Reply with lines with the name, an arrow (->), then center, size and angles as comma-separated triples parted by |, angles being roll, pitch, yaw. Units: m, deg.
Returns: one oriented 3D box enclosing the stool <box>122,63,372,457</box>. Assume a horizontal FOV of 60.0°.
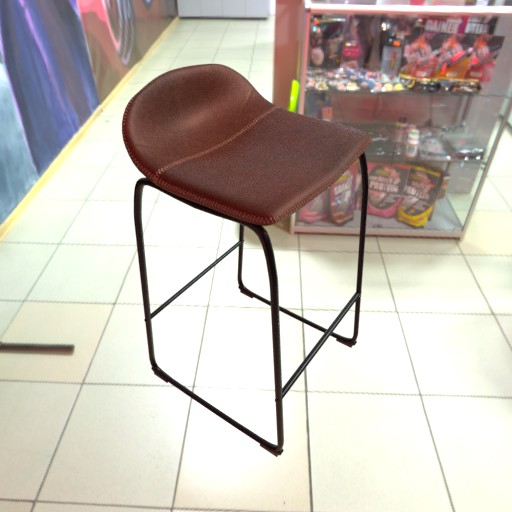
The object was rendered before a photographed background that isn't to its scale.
stool -> 0.000, 0.000, 1.126 | 0.473, 0.830, 0.454 | 24, 45, 27
